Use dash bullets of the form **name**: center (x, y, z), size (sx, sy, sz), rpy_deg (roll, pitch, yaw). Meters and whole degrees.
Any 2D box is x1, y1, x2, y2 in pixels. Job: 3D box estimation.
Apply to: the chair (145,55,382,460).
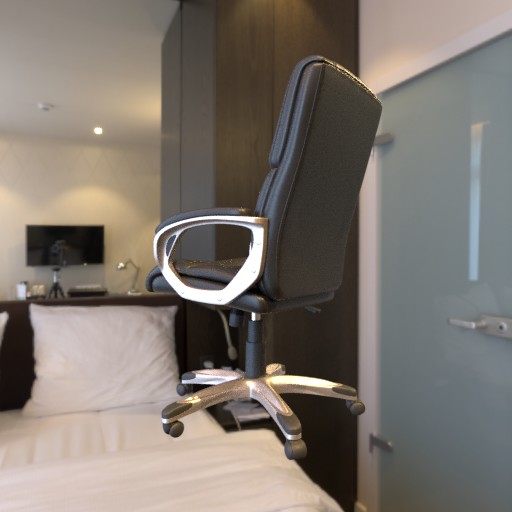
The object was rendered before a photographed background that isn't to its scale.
- **chair**: center (0.000, 0.000, 1.602), size (0.780, 1.145, 0.700), rpy_deg (1, 1, 36)
